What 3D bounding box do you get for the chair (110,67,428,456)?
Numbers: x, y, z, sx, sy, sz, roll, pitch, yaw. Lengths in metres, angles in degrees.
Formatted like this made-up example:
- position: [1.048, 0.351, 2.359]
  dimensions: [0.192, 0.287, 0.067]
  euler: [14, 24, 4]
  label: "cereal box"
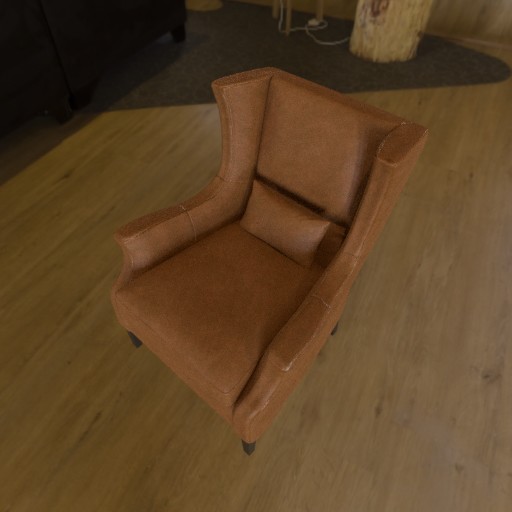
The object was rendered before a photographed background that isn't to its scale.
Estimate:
- position: [0.000, 0.000, 1.683]
  dimensions: [0.852, 1.016, 0.925]
  euler: [34, 55, 28]
  label: "chair"
